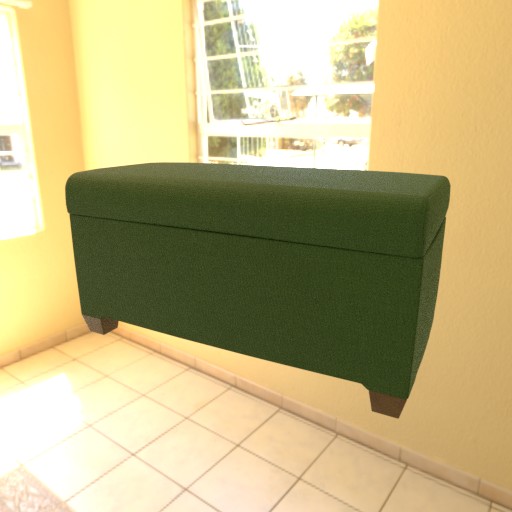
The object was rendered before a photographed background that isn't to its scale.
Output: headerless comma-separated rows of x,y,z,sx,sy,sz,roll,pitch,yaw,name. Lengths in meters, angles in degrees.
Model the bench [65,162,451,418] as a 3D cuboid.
0.000,0.000,1.290,0.989,0.501,0.505,8,19,26,bench
